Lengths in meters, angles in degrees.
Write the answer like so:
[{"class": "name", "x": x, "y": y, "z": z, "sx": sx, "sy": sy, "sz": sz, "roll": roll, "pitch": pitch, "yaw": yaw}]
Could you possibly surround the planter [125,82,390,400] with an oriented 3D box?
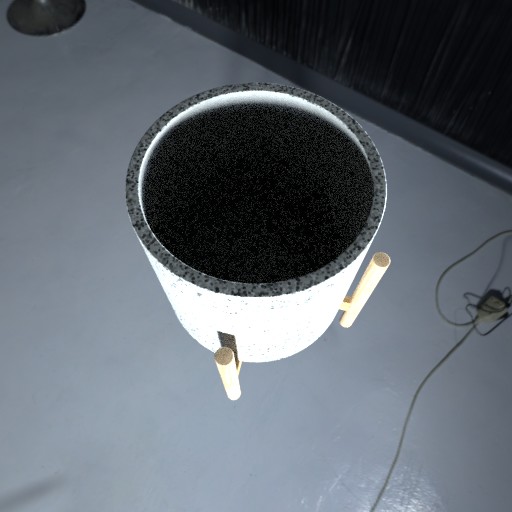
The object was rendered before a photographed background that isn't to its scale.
[{"class": "planter", "x": 0.000, "y": 0.000, "z": 0.704, "sx": 0.360, "sy": 0.419, "sz": 0.360, "roll": 33, "pitch": 68, "yaw": 15}]
